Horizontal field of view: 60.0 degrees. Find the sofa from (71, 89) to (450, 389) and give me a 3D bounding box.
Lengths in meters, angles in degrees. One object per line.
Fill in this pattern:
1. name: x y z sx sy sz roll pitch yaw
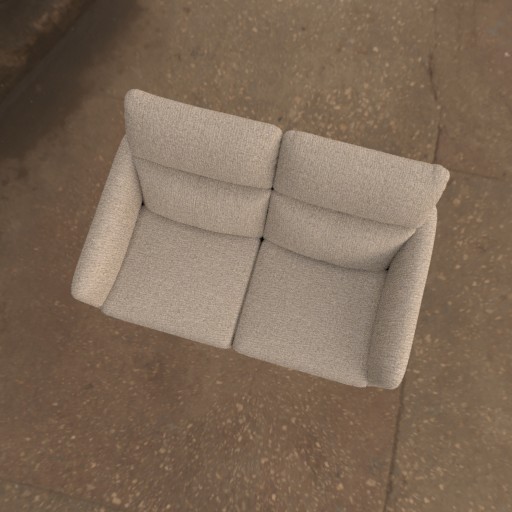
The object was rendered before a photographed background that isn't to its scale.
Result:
1. sofa: 0.000 0.000 2.100 1.540 0.950 0.905 15 76 4
